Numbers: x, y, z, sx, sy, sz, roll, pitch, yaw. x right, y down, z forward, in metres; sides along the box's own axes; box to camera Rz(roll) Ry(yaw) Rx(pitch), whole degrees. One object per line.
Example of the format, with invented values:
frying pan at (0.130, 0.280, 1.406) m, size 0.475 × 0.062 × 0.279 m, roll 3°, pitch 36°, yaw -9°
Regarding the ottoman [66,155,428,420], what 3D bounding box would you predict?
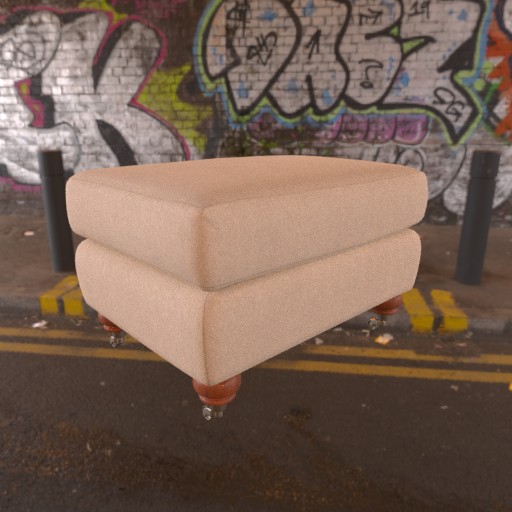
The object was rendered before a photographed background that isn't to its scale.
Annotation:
ottoman at (0.000, 0.000, 1.166) m, size 0.773 × 0.499 × 0.569 m, roll -15°, pitch 23°, yaw -41°
